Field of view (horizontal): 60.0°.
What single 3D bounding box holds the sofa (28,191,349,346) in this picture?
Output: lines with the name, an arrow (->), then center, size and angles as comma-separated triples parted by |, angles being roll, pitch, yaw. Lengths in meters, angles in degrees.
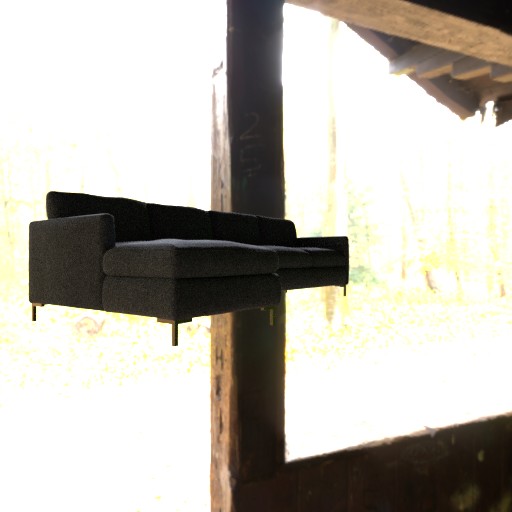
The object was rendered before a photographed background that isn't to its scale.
sofa -> 0.000, 0.000, 3.452 | 1.350, 0.810, 2.932 | 0, 0, 37
